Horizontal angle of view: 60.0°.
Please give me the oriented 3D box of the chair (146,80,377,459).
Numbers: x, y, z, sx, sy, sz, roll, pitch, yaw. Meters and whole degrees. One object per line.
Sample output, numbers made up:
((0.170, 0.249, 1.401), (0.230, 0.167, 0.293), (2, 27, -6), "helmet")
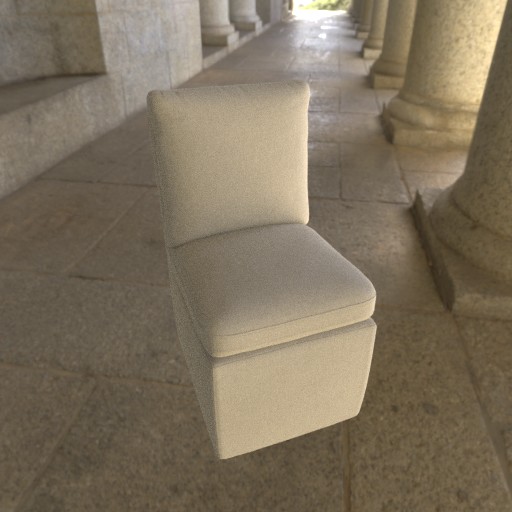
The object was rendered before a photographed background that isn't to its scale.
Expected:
((0.000, 0.000, 1.367), (0.503, 0.927, 0.698), (-11, 34, -17), "chair")
